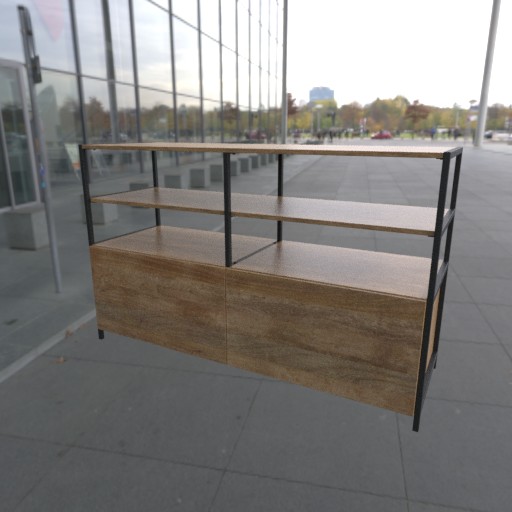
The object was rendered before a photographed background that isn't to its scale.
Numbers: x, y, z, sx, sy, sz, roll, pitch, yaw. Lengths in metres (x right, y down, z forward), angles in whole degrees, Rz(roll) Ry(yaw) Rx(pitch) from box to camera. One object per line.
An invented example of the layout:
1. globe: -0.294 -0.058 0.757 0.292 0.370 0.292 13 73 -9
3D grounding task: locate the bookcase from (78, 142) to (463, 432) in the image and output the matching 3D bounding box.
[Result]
1. bookcase: 0.000 0.000 1.471 1.149 0.712 0.391 8 18 27
